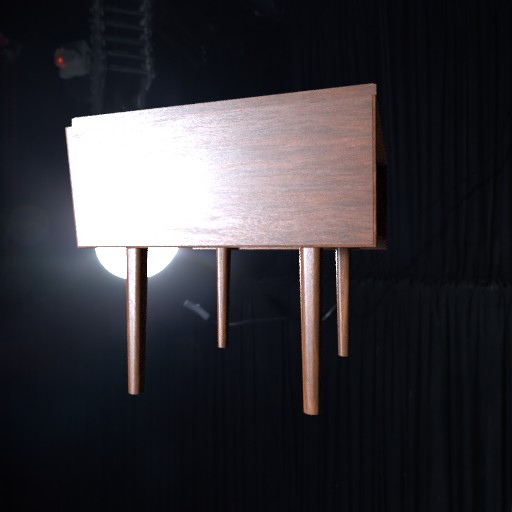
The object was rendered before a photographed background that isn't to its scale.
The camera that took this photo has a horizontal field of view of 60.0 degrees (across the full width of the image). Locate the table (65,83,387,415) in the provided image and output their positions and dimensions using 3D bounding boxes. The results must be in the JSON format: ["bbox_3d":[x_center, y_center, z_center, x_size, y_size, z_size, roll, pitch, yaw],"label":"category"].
[{"bbox_3d":[0.000,0.000,1.471,0.812,0.763,0.843,0,0,18],"label":"table"}]
